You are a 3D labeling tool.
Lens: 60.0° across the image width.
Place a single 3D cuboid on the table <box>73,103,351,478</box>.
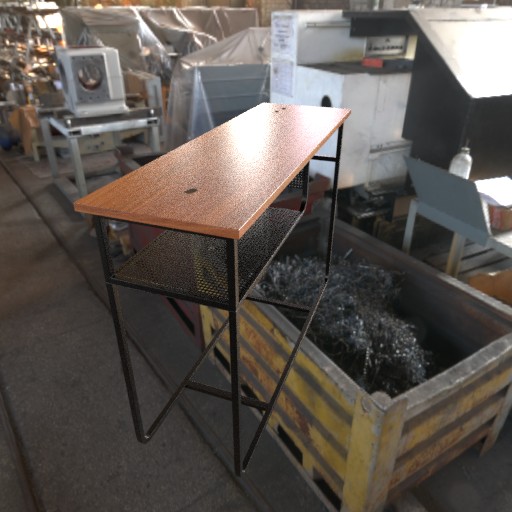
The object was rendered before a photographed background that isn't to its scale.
[{"bbox_3d":[0.000,0.000,1.444,0.350,0.750,1.100,10,31,18],"label":"table"}]
